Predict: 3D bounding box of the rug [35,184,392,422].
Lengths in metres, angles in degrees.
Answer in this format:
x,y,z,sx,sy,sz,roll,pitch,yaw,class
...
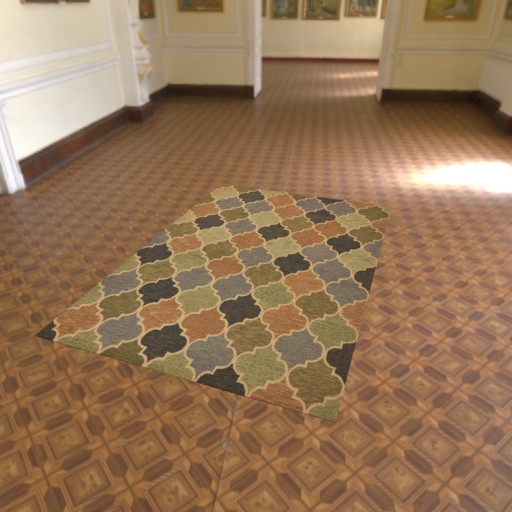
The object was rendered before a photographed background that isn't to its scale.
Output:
x,y,z,sx,sy,sz,roll,pitch,yaw,class
0.000,0.000,2.925,1.521,0.006,2.284,10,31,18,rug
